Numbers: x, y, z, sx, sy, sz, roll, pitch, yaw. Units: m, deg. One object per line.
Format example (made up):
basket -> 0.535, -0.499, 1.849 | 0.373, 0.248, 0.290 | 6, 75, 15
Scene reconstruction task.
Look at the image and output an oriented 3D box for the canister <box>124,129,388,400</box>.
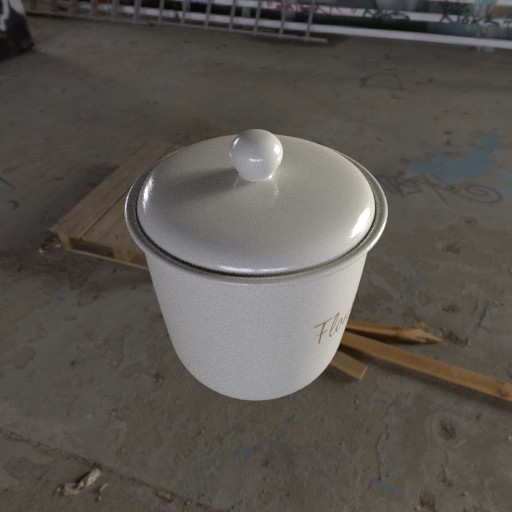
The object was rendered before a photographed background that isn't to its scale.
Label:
canister -> 0.000, 0.000, 0.352 | 0.182, 0.208, 0.182 | 0, 41, 0
